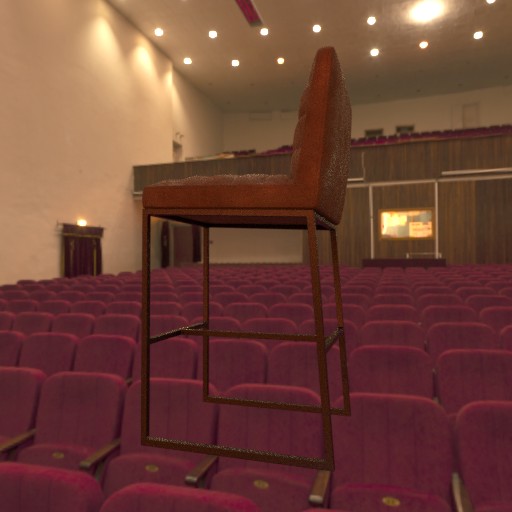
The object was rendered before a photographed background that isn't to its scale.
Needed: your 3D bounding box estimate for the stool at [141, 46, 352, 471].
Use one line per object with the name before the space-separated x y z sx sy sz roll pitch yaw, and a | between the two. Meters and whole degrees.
stool | 0.000 0.000 1.381 0.562 1.065 0.463 0 -2 17
